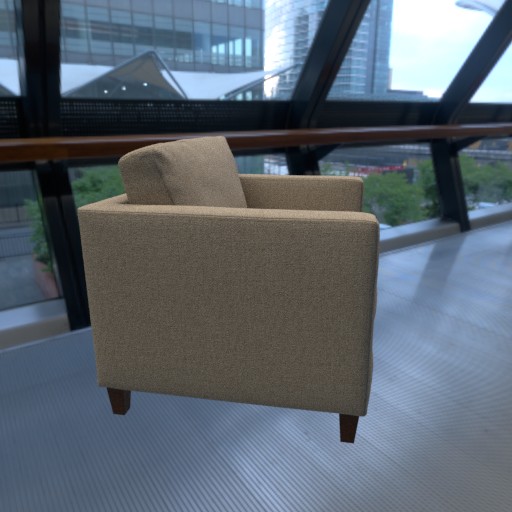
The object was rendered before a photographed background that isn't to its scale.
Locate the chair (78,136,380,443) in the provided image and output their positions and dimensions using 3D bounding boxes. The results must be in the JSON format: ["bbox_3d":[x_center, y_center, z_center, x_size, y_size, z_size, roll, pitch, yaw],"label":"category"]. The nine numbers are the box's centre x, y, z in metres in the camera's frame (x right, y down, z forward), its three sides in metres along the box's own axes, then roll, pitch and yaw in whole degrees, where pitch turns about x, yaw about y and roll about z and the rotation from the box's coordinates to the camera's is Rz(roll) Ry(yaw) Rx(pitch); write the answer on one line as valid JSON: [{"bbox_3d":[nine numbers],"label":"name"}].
[{"bbox_3d":[0.000,0.000,1.868,0.959,0.961,1.107,3,17,10],"label":"chair"}]
